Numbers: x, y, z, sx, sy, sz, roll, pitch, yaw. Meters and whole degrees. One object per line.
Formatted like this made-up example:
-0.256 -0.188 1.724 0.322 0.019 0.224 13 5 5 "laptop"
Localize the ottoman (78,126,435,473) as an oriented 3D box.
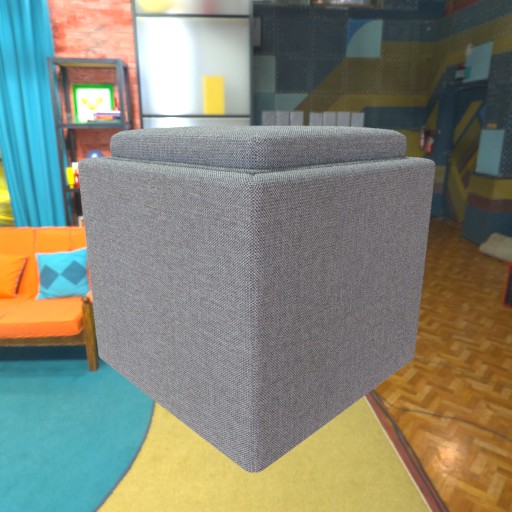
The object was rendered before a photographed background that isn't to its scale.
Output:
0.000 0.000 0.816 0.450 0.460 0.450 -15 22 -42 "ottoman"
